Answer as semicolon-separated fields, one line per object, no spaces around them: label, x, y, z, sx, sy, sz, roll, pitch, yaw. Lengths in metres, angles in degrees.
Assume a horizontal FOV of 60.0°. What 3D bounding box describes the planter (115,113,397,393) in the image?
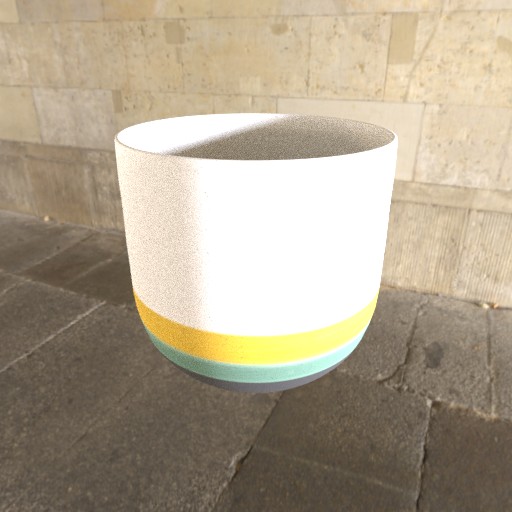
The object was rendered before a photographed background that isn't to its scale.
planter;0.000;0.000;0.489;0.268;0.270;0.268;0;25;0
